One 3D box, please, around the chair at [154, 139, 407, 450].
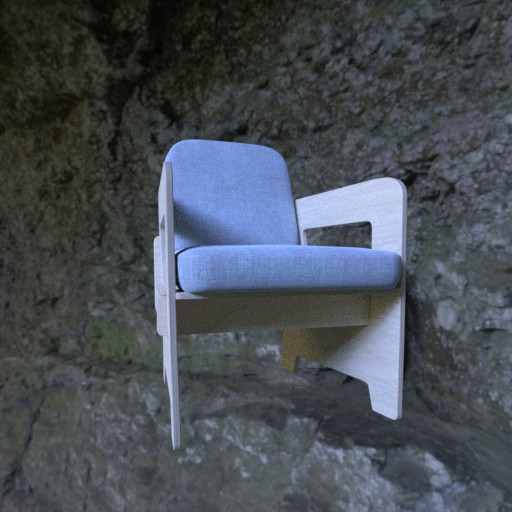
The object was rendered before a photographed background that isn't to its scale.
[{"bbox_3d":[0.000,0.000,1.261,0.590,0.800,0.710,0,-1,-19],"label":"chair"}]
